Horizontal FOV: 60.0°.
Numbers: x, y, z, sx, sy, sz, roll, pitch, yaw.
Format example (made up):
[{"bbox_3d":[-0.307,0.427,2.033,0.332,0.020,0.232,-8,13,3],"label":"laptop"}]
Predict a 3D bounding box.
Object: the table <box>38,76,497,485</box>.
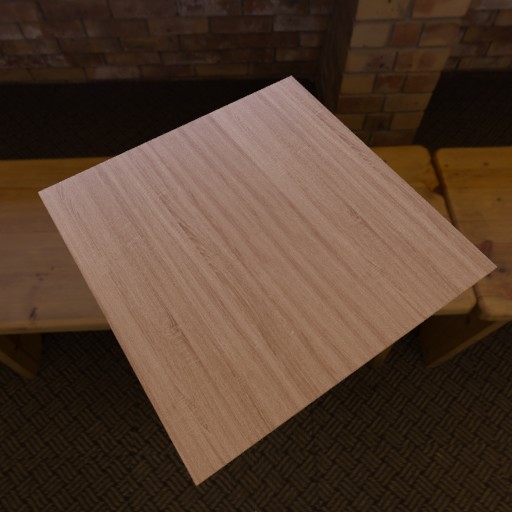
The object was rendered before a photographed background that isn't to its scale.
[{"bbox_3d":[0.000,0.000,1.327,0.890,0.305,0.890,-30,64,-16],"label":"table"}]
